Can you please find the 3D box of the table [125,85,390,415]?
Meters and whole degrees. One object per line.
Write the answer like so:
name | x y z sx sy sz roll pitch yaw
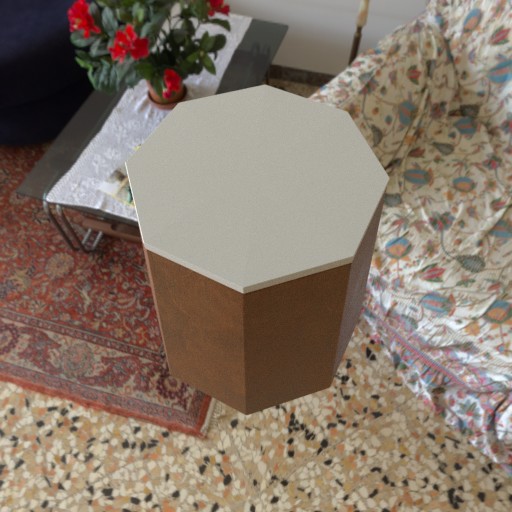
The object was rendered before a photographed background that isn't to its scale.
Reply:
table | 0.000 0.000 0.814 0.439 0.457 0.439 -17 60 -10
